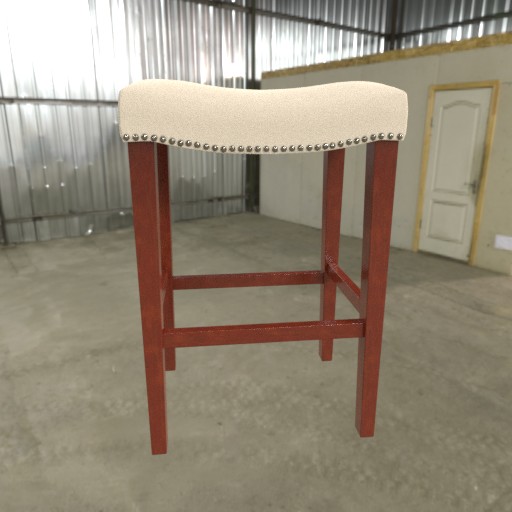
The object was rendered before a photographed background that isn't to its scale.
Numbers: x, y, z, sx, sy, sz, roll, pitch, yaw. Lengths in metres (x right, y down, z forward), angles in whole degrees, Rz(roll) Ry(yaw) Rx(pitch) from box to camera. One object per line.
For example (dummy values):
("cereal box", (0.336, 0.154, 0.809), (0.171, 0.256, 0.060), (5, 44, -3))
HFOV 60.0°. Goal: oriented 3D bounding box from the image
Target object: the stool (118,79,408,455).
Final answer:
("stool", (0.000, 0.000, 1.013), (0.504, 0.742, 0.372), (-2, 17, -6))
